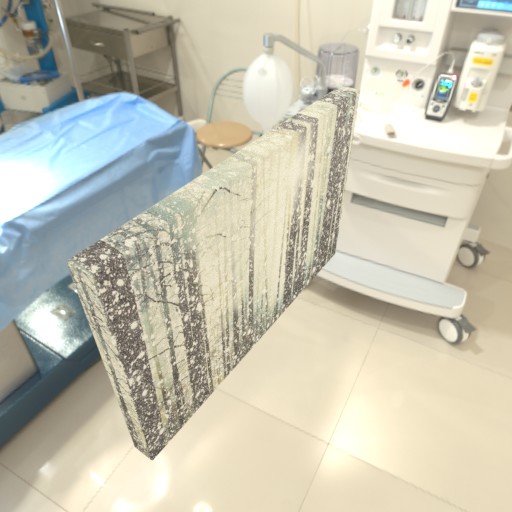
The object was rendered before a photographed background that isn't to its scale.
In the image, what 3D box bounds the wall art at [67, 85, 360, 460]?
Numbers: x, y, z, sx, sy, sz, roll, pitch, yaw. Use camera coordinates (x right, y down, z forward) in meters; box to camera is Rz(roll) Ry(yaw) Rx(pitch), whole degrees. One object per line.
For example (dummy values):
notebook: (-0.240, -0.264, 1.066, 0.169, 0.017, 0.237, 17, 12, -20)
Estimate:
wall art: (0.000, 0.000, 0.766, 0.042, 0.398, 0.618, 25, 46, 26)
